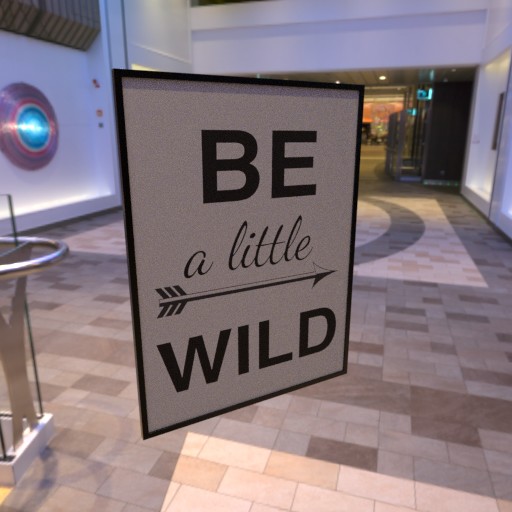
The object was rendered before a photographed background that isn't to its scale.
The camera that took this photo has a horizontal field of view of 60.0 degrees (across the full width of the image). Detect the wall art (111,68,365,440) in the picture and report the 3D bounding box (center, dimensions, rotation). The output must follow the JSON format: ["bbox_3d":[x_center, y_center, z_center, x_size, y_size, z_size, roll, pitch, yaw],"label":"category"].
[{"bbox_3d":[0.000,0.000,0.778,0.442,0.582,0.013,-9,18,-28],"label":"wall art"}]
